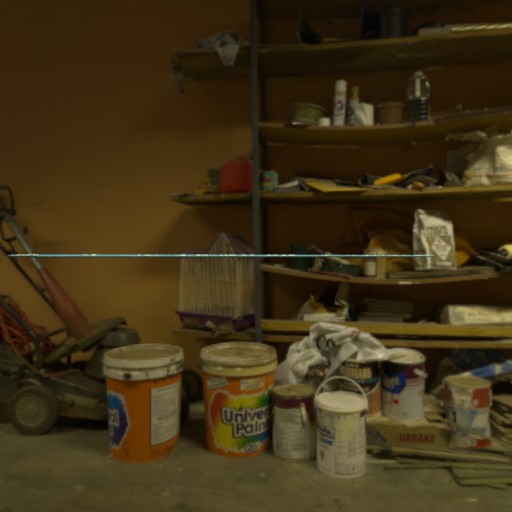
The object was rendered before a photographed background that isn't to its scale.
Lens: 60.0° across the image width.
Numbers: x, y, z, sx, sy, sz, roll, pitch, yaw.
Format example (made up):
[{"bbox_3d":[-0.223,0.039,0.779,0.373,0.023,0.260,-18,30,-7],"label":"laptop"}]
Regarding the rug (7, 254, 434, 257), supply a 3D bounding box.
[{"bbox_3d":[0.000,0.000,2.303,2.196,0.011,0.662,0,0,-36],"label":"rug"}]
